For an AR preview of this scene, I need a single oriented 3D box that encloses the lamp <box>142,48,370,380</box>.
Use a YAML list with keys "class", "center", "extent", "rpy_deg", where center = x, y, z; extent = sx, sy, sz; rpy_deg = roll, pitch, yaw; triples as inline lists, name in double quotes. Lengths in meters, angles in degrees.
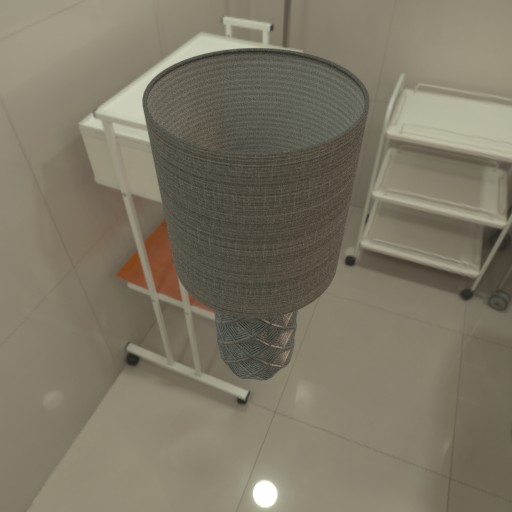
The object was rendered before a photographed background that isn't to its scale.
- class: "lamp"
  center: [0.000, 0.000, 0.734]
  extent: [0.269, 0.566, 0.268]
  rpy_deg: [16, 48, 15]
